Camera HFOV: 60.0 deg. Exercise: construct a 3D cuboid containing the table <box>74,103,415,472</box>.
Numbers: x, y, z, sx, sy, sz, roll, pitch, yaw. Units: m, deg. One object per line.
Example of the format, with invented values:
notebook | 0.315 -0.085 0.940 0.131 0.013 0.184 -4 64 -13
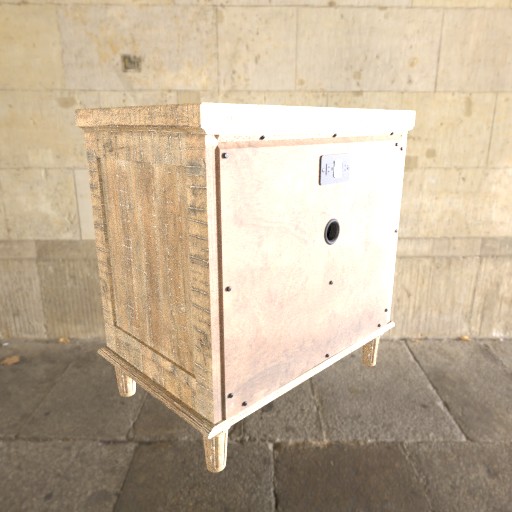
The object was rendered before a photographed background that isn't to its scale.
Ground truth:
table | 0.000 0.000 1.138 0.686 0.711 0.457 -16 23 -42
